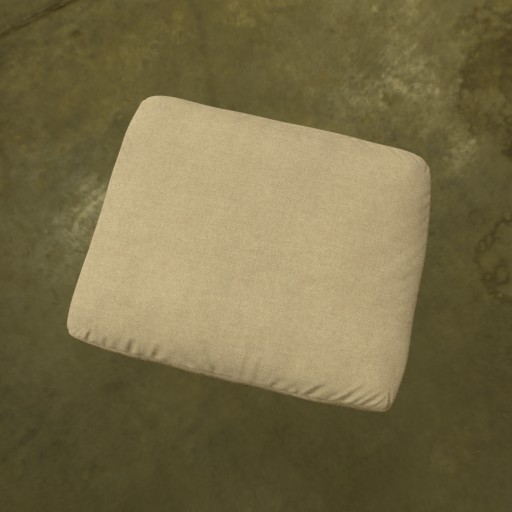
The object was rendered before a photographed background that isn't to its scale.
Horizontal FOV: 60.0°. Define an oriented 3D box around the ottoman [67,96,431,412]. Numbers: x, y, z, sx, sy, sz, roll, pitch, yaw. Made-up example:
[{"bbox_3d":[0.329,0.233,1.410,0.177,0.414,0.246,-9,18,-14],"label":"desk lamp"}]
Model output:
[{"bbox_3d":[0.000,0.000,1.238,0.837,0.481,0.683,13,77,3],"label":"ottoman"}]
